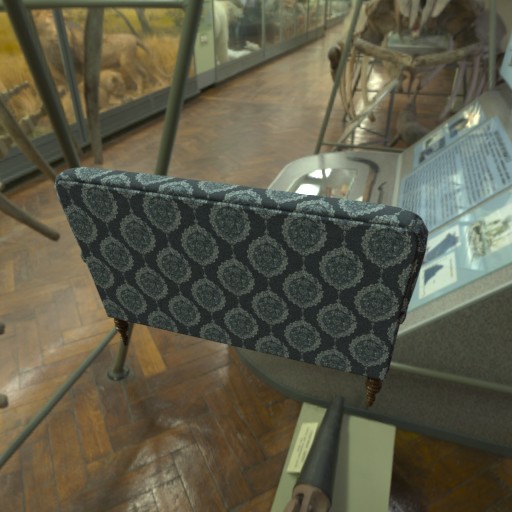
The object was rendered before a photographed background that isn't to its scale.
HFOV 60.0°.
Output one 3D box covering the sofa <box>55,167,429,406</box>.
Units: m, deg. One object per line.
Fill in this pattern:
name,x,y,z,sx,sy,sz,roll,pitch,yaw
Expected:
sofa,0.000,0.000,1.823,1.297,0.867,0.779,10,32,16
